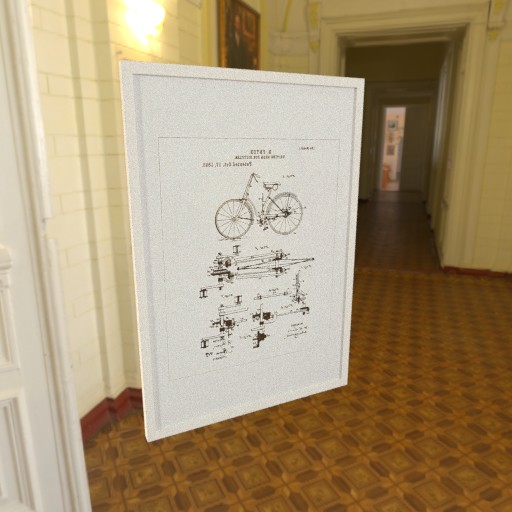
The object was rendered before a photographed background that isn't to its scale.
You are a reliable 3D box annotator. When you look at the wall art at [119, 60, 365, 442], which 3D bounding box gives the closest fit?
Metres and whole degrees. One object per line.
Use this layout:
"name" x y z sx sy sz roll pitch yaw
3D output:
"wall art" 0.000 0.000 0.614 0.332 0.477 0.015 -7 16 -25
